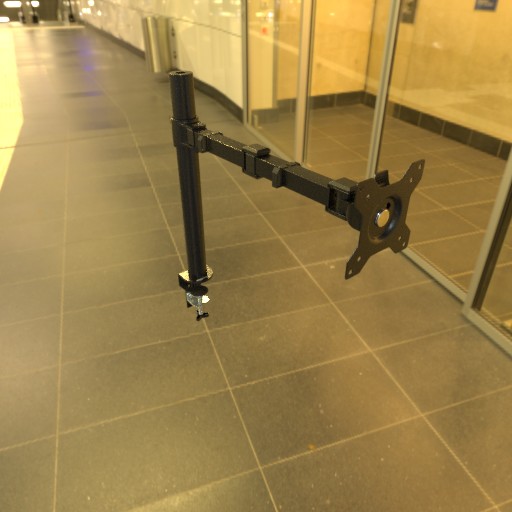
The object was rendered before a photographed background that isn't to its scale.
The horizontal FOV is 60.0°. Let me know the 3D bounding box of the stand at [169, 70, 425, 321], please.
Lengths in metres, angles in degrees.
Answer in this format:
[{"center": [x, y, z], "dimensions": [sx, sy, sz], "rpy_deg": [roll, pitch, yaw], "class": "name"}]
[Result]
[{"center": [0.000, 0.000, 0.722], "dimensions": [0.115, 0.510, 0.456], "rpy_deg": [-23, 38, -32], "class": "stand"}]
